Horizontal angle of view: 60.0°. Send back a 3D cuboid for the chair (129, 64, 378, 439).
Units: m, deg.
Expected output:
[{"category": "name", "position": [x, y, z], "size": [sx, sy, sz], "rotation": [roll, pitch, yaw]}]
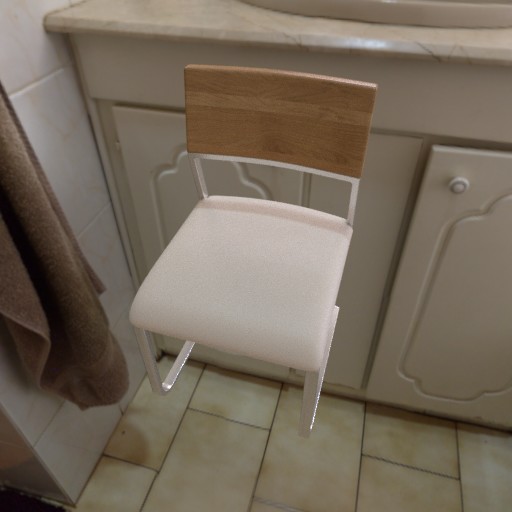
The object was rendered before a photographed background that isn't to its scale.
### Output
[{"category": "chair", "position": [0.000, 0.000, 1.189], "size": [0.467, 0.844, 0.585], "rotation": [11, 42, 13]}]
